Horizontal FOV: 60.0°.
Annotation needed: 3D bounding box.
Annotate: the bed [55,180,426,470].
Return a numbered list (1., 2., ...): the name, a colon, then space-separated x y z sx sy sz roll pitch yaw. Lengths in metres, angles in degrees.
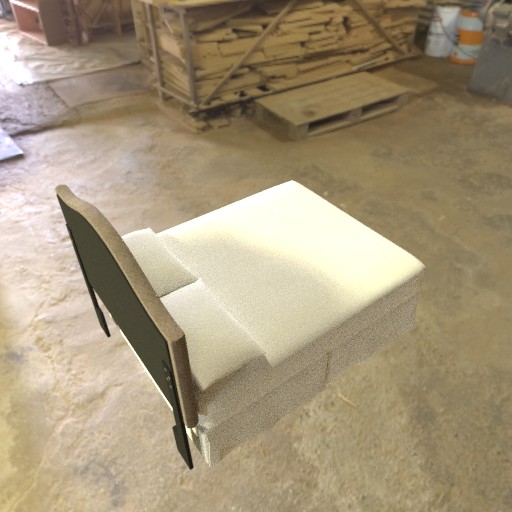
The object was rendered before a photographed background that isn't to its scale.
1. bed: 0.000 0.000 3.296 2.153 1.518 1.713 -26 47 -27
